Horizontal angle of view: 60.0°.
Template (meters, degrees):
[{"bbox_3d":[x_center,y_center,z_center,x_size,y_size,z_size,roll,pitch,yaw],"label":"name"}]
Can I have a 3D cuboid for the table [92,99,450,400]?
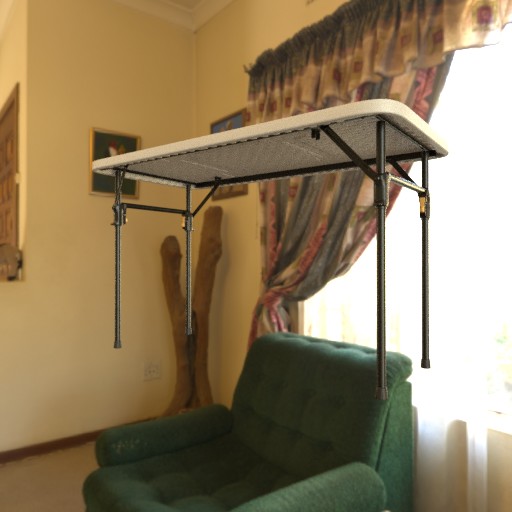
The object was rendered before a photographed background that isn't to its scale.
[{"bbox_3d":[0.000,0.000,1.606,1.219,0.729,0.610,0,-1,36],"label":"table"}]
